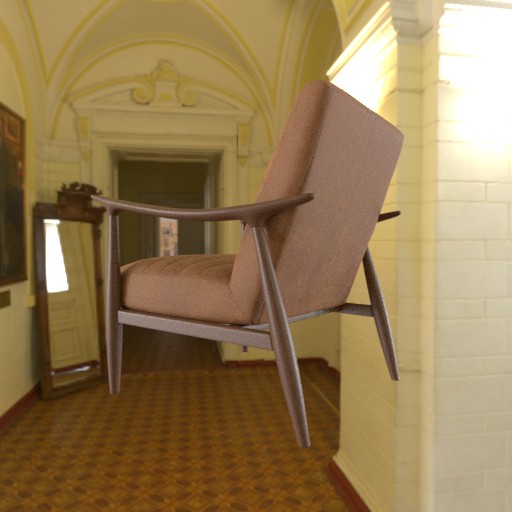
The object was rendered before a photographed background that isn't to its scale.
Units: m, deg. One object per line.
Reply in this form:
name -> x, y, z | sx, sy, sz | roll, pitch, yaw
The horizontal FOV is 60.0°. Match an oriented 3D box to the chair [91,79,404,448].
chair -> 0.000, 0.000, 1.438 | 0.798, 0.832, 0.741 | 1, 1, 36
